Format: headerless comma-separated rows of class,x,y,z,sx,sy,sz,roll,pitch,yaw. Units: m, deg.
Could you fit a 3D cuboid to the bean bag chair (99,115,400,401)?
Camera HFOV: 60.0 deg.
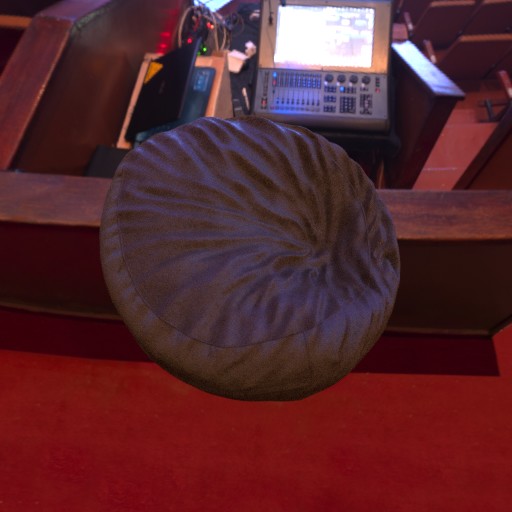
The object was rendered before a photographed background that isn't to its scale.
bean bag chair,0.000,0.000,1.987,1.245,0.821,1.245,0,63,0
